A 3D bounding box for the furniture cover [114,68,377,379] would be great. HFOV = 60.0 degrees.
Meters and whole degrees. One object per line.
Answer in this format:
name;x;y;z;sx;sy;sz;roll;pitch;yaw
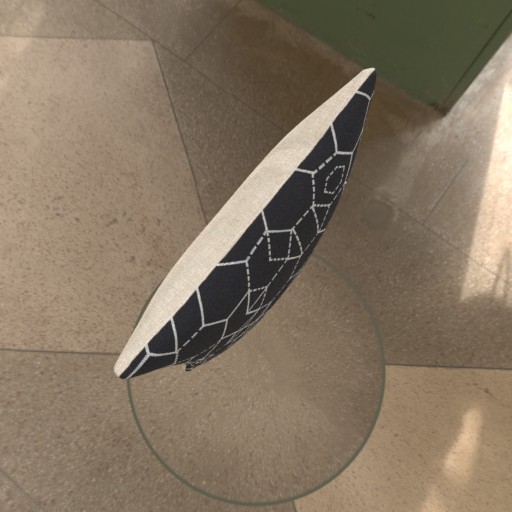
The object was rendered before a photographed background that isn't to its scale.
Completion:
furniture cover;0.000;0.000;0.797;0.158;0.508;0.517;37;79;8
